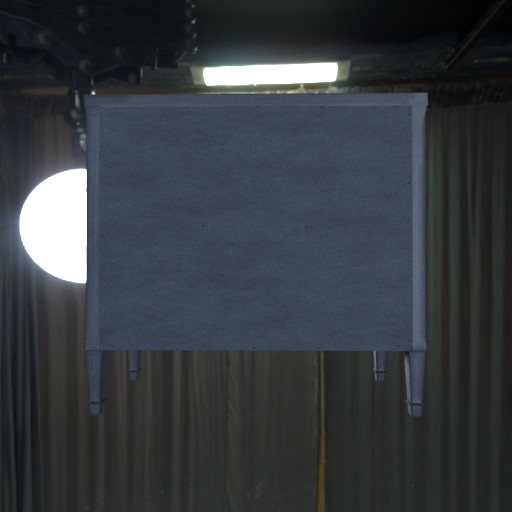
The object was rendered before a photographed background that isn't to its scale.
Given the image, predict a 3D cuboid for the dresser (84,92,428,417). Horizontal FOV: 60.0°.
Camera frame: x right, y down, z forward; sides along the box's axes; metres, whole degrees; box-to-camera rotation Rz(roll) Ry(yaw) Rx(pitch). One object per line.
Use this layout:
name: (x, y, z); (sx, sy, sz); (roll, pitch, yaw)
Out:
dresser: (0.000, 0.000, 1.577); (1.049, 0.986, 0.463); (0, 0, 1)
